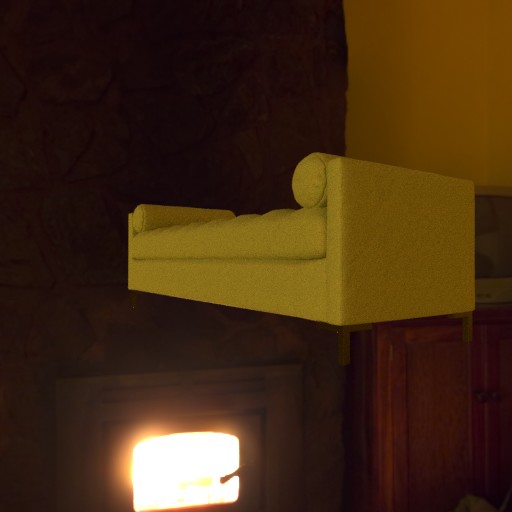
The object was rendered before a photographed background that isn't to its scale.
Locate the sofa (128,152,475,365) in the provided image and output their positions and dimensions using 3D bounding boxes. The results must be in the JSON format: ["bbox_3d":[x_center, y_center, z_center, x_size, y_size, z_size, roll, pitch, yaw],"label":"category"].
[{"bbox_3d":[0.000,0.000,2.454,0.796,0.705,2.102,0,-1,-34],"label":"sofa"}]
